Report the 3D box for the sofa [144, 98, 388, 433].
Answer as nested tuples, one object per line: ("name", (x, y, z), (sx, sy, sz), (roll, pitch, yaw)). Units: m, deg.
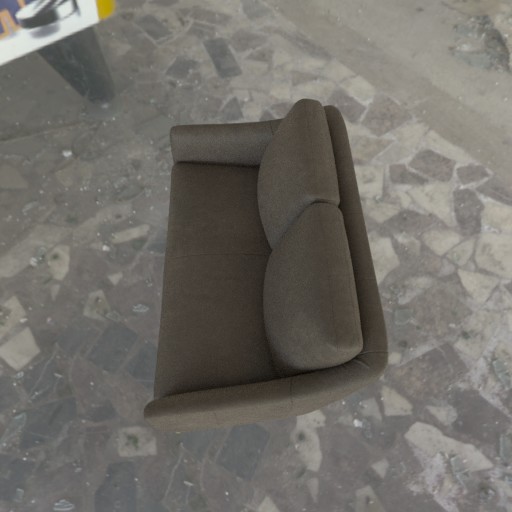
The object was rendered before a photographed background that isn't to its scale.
("sofa", (0.000, 0.000, 2.245), (0.960, 0.902, 1.619), (-2, 59, -1))
